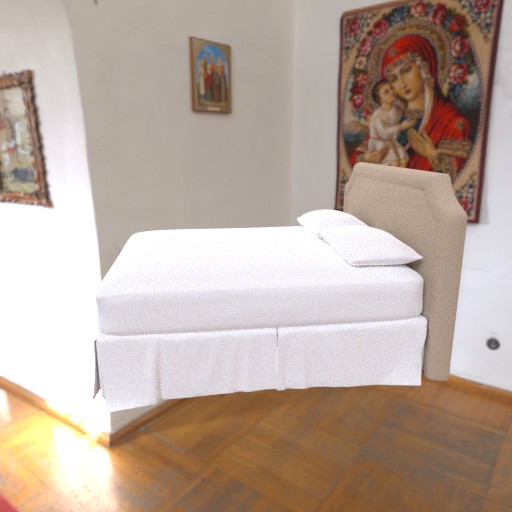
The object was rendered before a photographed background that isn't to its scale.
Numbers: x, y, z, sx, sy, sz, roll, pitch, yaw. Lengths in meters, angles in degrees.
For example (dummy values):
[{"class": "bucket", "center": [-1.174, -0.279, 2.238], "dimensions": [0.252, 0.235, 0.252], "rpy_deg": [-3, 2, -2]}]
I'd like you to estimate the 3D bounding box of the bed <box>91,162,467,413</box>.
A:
[{"class": "bed", "center": [0.000, 0.000, 3.332], "dimensions": [2.204, 1.301, 1.828], "rpy_deg": [-2, 15, -8]}]
